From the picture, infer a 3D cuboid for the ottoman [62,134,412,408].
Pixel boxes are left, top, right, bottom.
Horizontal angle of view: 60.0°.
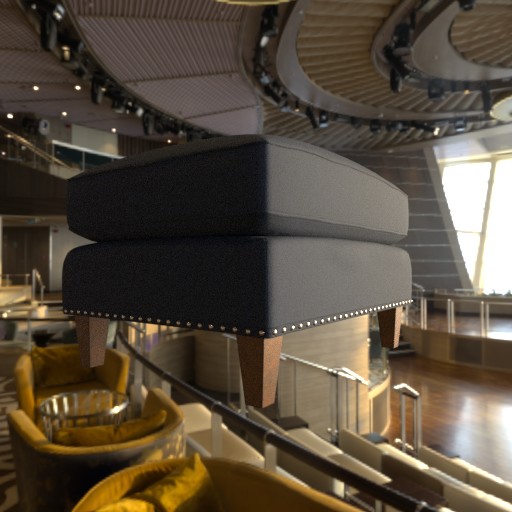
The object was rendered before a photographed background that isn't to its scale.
[{"bbox_3d":[0.000,0.000,1.148,0.584,0.513,0.741,-1,-1,36],"label":"ottoman"}]
